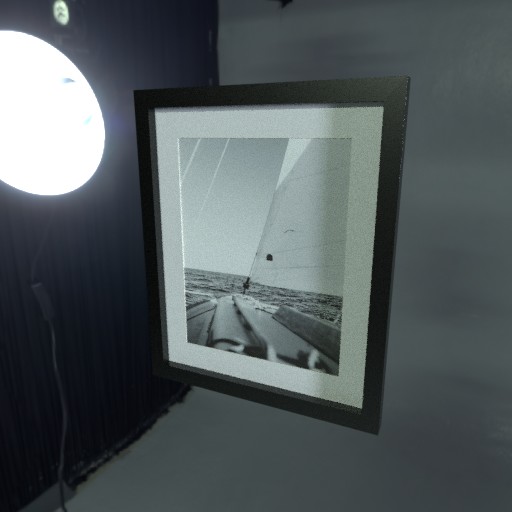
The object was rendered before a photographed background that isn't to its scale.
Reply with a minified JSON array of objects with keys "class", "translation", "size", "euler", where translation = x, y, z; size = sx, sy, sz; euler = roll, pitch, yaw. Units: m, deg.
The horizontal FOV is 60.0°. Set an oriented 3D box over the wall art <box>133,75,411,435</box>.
[{"class":"wall art","translation":[0.000,0.000,0.771],"size":[0.461,0.558,0.031],"euler":[7,17,24]}]
